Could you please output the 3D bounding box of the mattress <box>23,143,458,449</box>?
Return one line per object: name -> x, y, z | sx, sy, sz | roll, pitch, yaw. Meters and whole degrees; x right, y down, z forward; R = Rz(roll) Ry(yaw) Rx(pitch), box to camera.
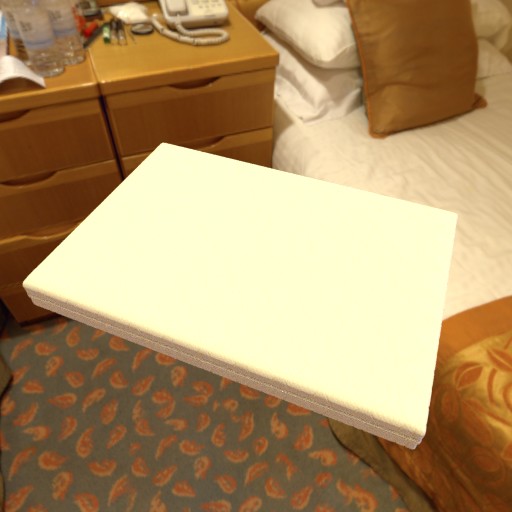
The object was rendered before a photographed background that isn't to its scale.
mattress -> 0.000, 0.000, 2.471 | 2.000, 0.200, 1.400 | 17, 49, 15
